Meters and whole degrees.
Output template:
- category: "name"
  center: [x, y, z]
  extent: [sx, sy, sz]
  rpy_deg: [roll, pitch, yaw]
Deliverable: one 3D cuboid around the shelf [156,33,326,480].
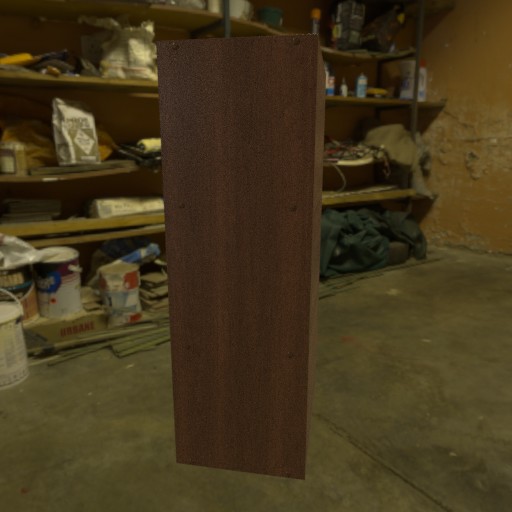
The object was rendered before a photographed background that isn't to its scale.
- category: "shelf"
  center: [0.000, 0.000, 1.070]
  extent: [0.290, 0.879, 0.414]
  rpy_deg: [2, 14, 10]
